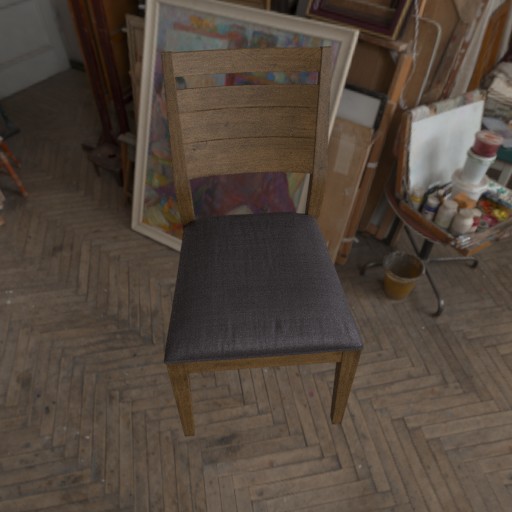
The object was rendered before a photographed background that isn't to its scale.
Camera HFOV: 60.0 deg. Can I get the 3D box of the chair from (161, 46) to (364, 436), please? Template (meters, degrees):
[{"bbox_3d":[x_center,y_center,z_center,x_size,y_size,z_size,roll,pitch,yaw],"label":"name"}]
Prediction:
[{"bbox_3d":[0.000,0.000,1.256,0.501,0.939,0.610,-3,46,-3],"label":"chair"}]
